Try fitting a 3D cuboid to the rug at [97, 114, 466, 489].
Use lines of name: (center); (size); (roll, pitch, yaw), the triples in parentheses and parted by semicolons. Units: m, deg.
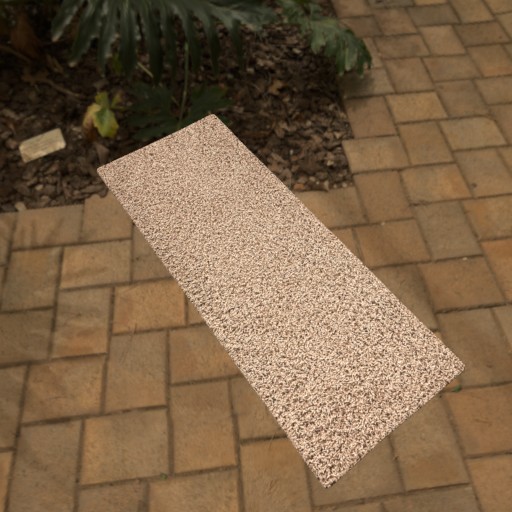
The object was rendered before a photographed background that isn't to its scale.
rug: (0.000, 0.000, 1.693); (0.609, 0.030, 1.524); (-32, 63, -18)
